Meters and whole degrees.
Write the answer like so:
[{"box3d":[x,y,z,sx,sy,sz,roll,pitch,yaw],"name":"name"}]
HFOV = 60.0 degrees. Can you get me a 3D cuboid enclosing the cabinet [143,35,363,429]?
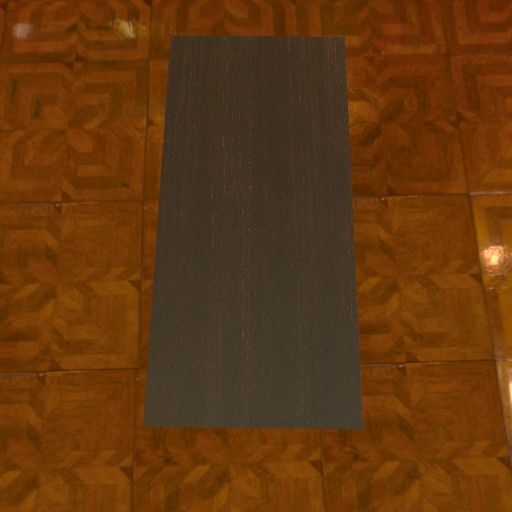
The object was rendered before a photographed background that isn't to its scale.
[{"box3d":[0.000,0.000,1.441,0.451,0.860,0.950,1,75,0],"name":"cabinet"}]
